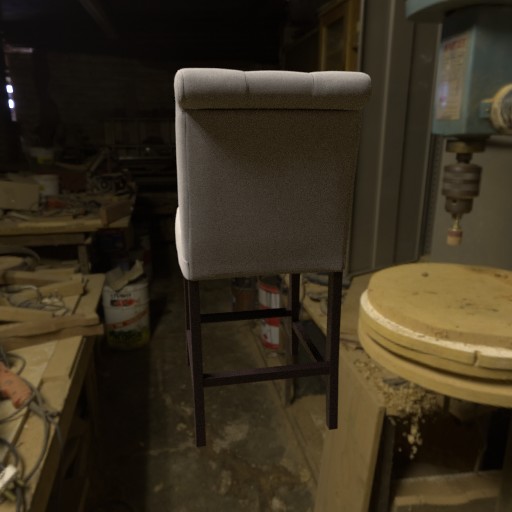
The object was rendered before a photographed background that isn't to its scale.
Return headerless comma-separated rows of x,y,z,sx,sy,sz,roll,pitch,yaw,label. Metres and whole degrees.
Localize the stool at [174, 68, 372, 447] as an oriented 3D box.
0.000,0.000,1.405,0.493,1.040,0.601,-3,17,-10,stool
